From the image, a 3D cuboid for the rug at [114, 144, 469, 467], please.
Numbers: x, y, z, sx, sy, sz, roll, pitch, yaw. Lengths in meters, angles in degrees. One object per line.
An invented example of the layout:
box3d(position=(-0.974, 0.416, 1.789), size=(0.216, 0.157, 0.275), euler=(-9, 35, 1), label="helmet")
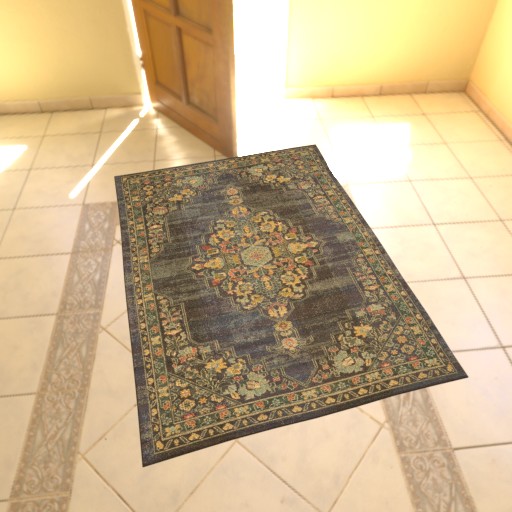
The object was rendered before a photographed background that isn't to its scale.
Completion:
box3d(position=(0.000, 0.000, 4.647), size=(2.716, 0.035, 3.612), euler=(-11, 48, -10), label="rug")
